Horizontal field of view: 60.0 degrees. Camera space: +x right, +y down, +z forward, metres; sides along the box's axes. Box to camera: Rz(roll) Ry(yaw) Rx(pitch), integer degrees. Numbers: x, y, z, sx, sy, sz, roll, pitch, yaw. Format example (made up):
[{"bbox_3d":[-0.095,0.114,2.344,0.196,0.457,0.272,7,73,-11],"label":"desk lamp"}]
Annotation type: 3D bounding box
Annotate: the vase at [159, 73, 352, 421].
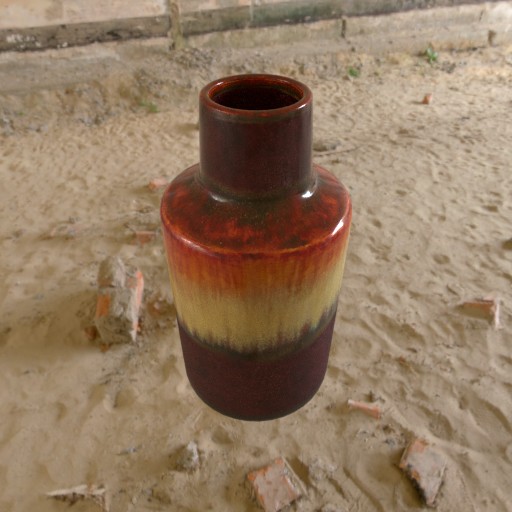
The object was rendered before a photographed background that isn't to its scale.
[{"bbox_3d":[0.000,0.000,0.275,0.108,0.204,0.108,0,40,0],"label":"vase"}]
